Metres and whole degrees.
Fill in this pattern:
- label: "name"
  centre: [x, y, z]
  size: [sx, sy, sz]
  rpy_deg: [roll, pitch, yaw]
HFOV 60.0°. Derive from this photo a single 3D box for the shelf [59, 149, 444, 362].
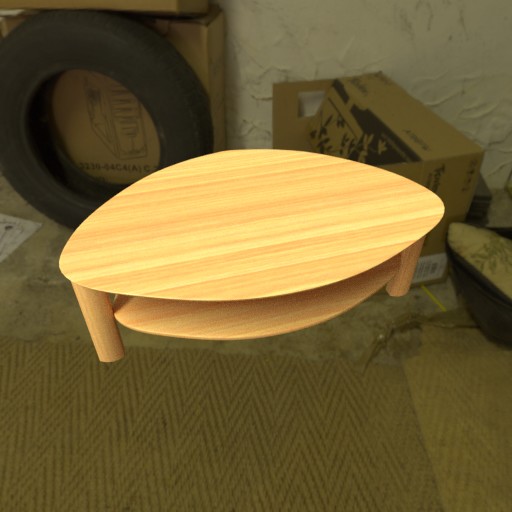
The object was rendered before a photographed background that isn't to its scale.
- label: "shelf"
  centre: [0.000, 0.000, 1.633]
  size: [1.246, 0.440, 0.845]
  rpy_deg: [-11, 41, -13]
